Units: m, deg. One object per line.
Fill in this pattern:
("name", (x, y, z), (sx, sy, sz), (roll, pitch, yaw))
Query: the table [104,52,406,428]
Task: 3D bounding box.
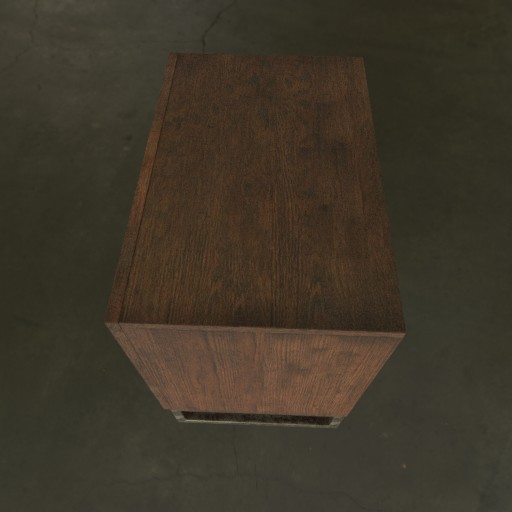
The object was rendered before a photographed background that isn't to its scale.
("table", (0.000, 0.000, 1.258), (0.542, 0.746, 0.767), (2, 57, 1))
